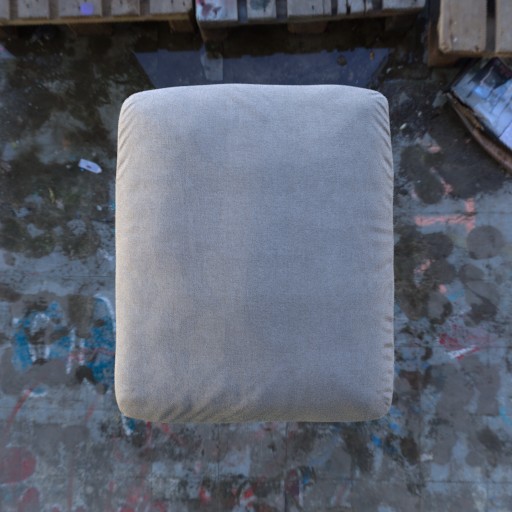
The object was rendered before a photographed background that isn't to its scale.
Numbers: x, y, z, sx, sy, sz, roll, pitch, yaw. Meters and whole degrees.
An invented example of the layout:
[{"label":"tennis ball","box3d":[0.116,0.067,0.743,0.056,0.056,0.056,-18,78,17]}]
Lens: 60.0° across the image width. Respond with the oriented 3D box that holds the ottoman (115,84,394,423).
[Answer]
[{"label":"ottoman","box3d":[0.000,0.000,1.209,0.683,0.481,0.837,0,90,1]}]
